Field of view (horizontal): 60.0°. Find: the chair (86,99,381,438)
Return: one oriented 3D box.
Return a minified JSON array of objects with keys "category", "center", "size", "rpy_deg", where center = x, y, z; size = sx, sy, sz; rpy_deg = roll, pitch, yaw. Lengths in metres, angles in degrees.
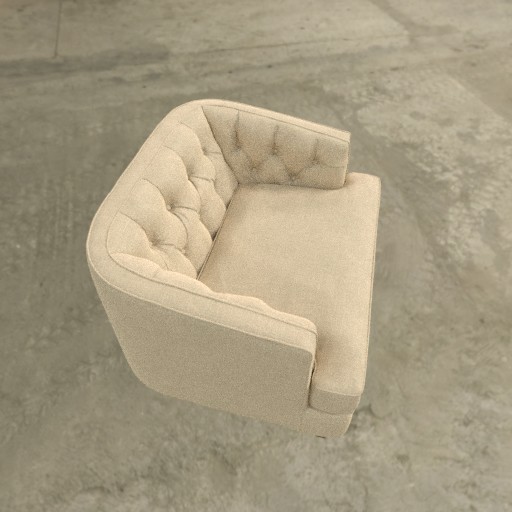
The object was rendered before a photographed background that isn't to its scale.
[{"category":"chair","center":[0.000,0.000,1.770],"size":[0.914,0.787,1.118],"rpy_deg":[10,49,9]}]
